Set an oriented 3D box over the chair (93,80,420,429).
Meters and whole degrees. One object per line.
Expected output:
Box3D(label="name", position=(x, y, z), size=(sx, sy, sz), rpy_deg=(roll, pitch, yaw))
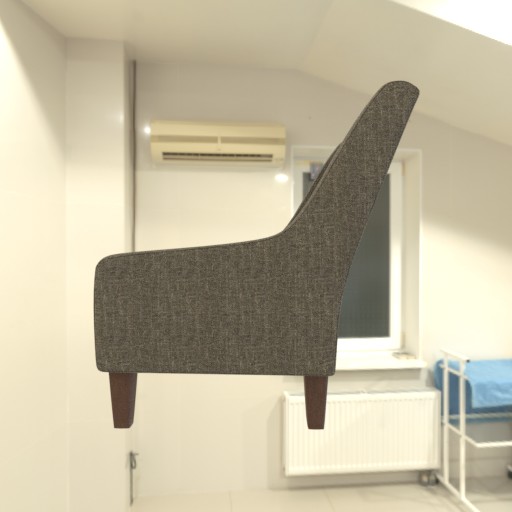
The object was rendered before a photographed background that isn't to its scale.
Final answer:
Box3D(label="chair", position=(0.000, 0.000, 1.647), size=(0.944, 1.012, 0.793), rpy_deg=(0, 1, 1))
